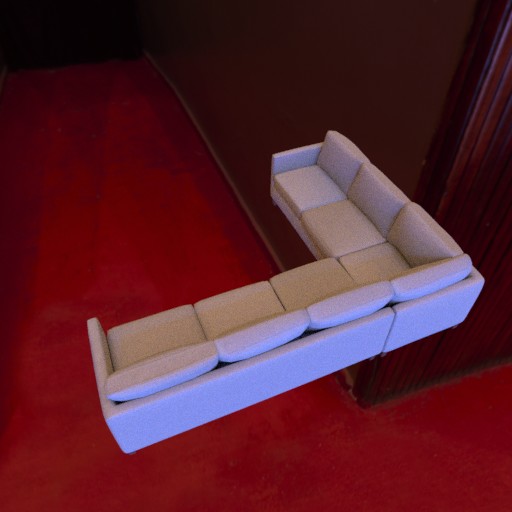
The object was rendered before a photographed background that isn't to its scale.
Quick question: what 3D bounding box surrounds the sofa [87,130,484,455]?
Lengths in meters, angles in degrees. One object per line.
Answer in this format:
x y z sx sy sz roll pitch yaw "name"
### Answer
0.000 0.000 4.392 3.301 0.947 2.592 -17 48 -16 "sofa"
